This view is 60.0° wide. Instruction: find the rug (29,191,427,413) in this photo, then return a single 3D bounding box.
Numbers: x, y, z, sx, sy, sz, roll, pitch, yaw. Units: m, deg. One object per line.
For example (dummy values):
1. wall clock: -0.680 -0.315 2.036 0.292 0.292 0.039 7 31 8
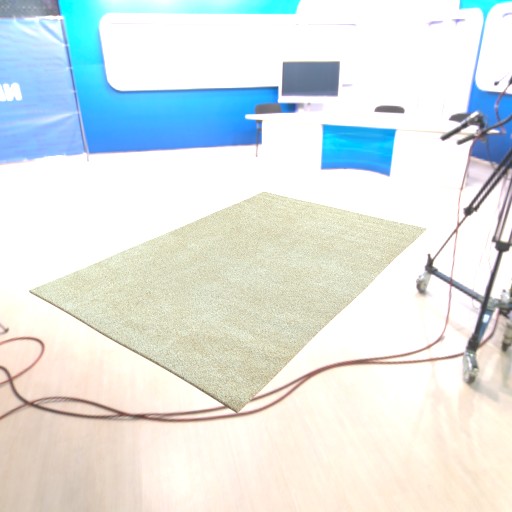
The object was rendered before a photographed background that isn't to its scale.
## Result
1. rug: 0.000 0.000 3.473 1.800 0.025 2.699 18 31 32
